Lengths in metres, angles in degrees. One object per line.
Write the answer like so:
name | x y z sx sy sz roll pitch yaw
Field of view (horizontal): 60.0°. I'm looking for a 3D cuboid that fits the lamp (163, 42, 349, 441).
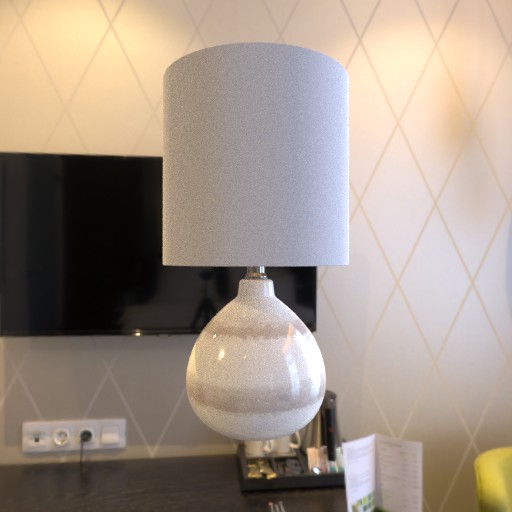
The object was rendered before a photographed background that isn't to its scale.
lamp | 0.000 0.000 0.526 0.217 0.404 0.217 0 0 -37
